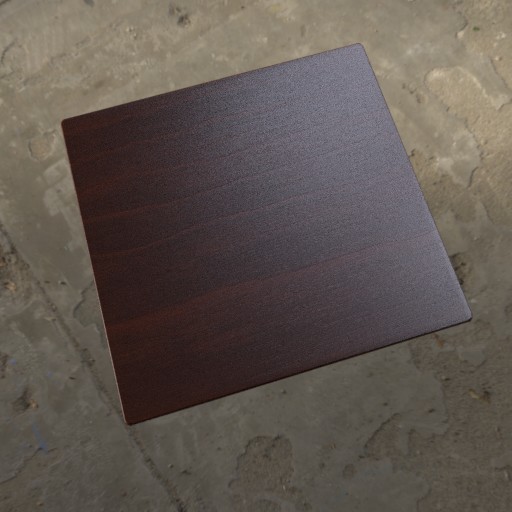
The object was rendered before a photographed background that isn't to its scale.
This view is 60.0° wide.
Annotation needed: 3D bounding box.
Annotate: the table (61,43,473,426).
[{"bbox_3d":[0.000,0.000,0.969,0.533,0.567,0.500,-16,77,-4],"label":"table"}]
